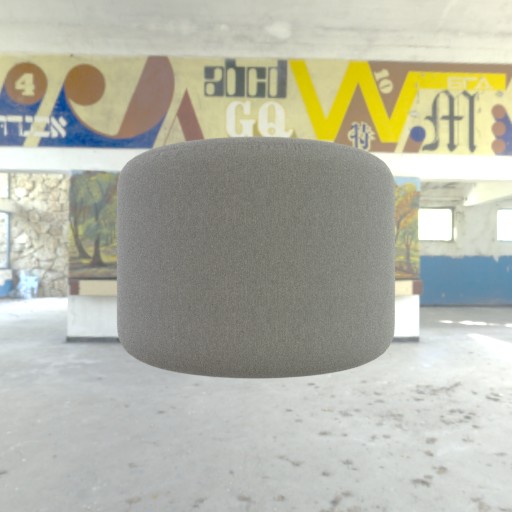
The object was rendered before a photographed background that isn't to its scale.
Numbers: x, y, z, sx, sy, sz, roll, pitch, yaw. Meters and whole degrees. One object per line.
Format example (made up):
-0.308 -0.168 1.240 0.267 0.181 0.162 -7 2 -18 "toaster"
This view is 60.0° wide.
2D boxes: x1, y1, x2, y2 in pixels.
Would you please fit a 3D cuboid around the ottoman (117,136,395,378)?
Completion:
0.000 0.000 1.015 0.608 0.433 0.608 0 0 0 "ottoman"
